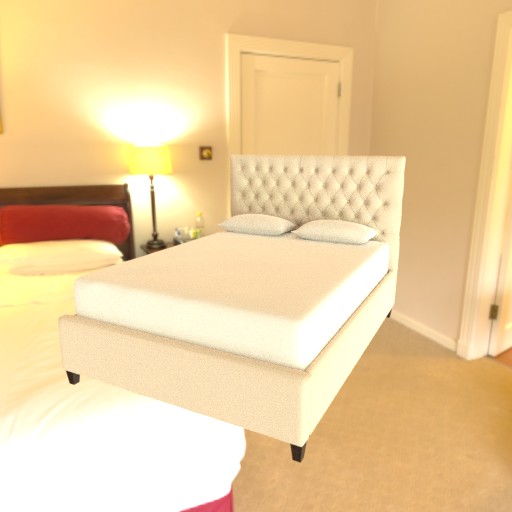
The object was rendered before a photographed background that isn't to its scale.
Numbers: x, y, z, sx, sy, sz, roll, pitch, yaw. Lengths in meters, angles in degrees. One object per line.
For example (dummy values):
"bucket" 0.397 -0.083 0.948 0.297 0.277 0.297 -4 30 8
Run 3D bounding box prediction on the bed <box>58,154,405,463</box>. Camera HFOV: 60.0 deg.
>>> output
"bed" 0.000 0.000 3.297 1.696 1.426 2.233 7 16 27
